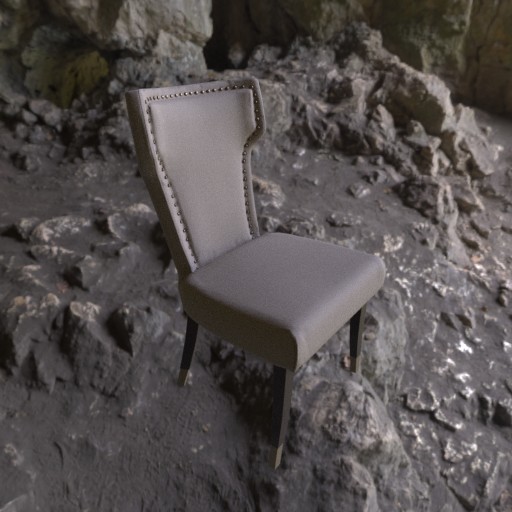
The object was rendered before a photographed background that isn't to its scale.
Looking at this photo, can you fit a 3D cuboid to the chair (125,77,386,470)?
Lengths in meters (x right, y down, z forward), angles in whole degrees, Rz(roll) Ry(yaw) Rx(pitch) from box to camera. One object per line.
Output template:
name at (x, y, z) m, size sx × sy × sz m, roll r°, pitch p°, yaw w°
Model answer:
chair at (0.000, 0.000, 1.333) m, size 0.630 × 0.955 × 0.526 m, roll 19°, pitch 32°, yaw 33°
